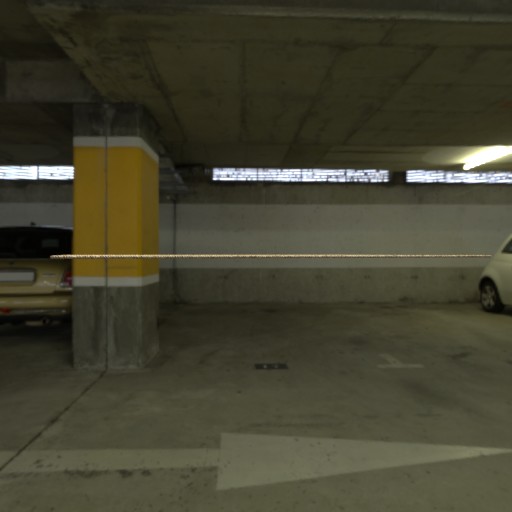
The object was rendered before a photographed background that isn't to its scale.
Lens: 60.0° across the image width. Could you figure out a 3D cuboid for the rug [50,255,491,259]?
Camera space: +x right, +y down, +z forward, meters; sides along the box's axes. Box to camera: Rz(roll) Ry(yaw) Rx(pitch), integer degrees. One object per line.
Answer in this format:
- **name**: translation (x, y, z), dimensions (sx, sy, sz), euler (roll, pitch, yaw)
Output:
- **rug**: translation (0.000, 0.000, 2.843), dimensions (2.283, 0.013, 1.547), euler (0, 0, -20)
